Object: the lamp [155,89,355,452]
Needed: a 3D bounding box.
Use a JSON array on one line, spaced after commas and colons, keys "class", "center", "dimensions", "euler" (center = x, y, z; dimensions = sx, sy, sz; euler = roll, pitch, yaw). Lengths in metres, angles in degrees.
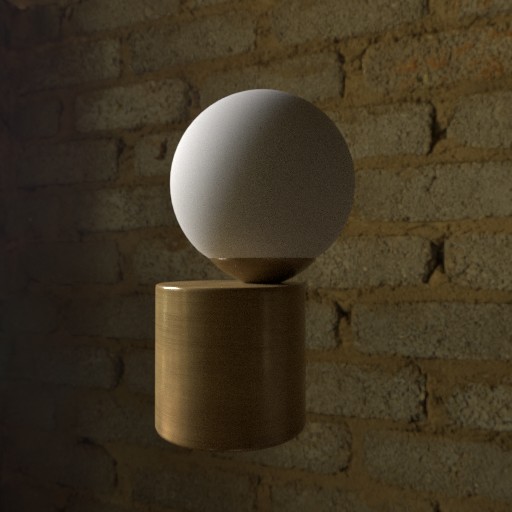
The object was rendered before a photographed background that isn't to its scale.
[{"class": "lamp", "center": [0.000, 0.000, 0.343], "dimensions": [0.152, 0.250, 0.141], "euler": [0, -1, -19]}]
